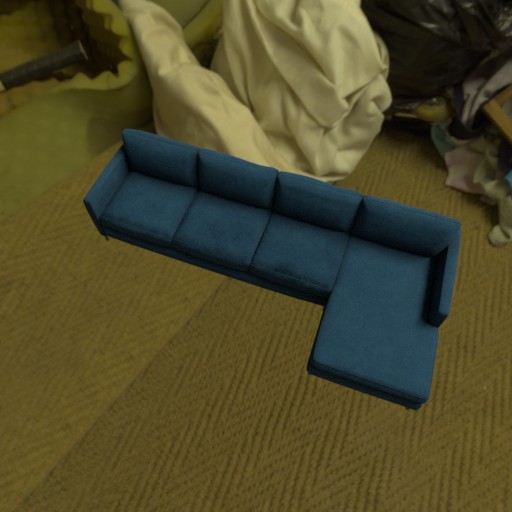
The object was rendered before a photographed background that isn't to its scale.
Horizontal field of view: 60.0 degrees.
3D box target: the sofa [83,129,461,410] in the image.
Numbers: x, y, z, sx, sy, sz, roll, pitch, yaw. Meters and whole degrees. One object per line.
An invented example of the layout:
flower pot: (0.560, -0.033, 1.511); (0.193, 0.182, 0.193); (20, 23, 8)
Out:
sofa: (0.000, 0.000, 3.489); (2.932, 0.810, 1.350); (18, 60, 10)
